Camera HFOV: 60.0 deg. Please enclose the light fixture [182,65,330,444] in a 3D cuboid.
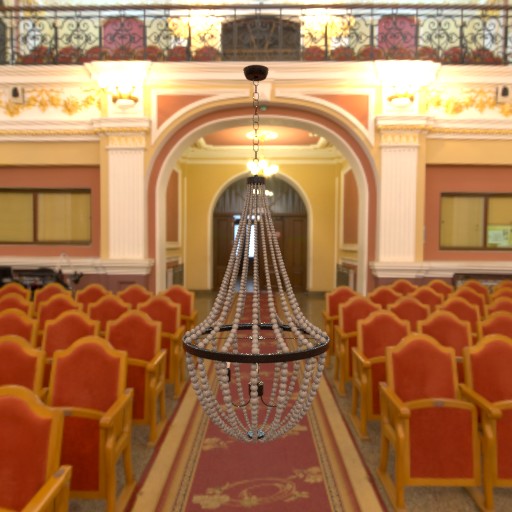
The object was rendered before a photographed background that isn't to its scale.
[{"bbox_3d":[0.000,0.000,1.365,0.450,1.133,0.450,0,2,0],"label":"light fixture"}]
